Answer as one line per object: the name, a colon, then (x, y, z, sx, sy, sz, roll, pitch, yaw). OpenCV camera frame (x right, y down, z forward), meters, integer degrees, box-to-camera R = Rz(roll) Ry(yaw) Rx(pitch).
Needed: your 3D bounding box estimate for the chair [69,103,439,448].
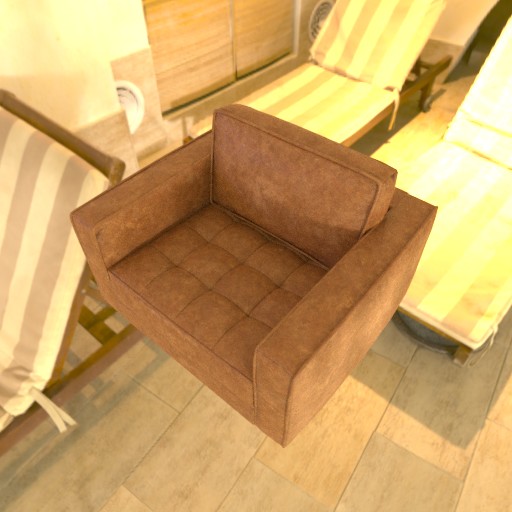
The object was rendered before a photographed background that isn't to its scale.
chair: (0.000, 0.000, 1.537, 0.928, 0.767, 0.798, 31, 54, 26)
